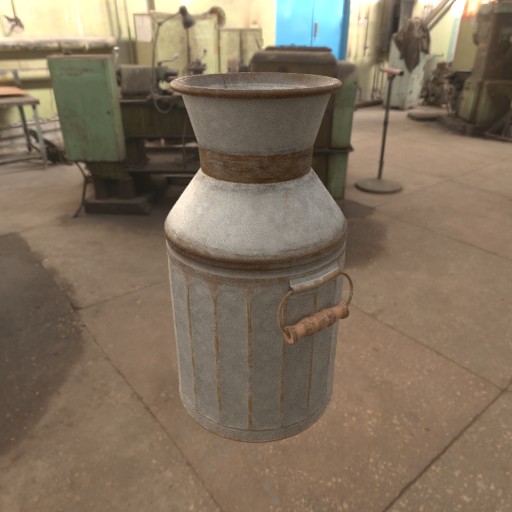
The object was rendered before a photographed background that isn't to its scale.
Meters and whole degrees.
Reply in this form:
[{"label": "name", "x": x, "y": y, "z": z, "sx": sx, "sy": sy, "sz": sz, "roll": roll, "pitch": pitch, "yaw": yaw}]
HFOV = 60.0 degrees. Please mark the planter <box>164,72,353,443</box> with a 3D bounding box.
[{"label": "planter", "x": 0.000, "y": 0.000, "z": 0.534, "sx": 0.214, "sy": 0.396, "sz": 0.245, "roll": -19, "pitch": 33, "yaw": -32}]
